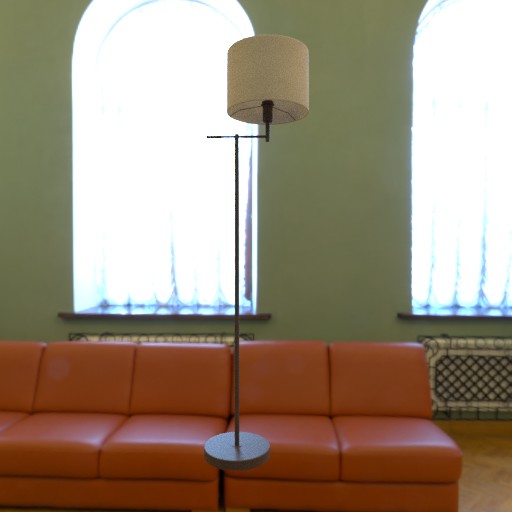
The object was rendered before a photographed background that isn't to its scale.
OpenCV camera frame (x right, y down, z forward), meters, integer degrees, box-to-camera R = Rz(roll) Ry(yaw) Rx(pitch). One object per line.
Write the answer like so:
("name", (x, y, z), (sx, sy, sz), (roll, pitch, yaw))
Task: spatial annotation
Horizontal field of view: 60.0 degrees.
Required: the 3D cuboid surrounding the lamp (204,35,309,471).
("lamp", (0.000, 0.000, 1.769), (0.416, 1.600, 0.324), (0, 1, 1))
